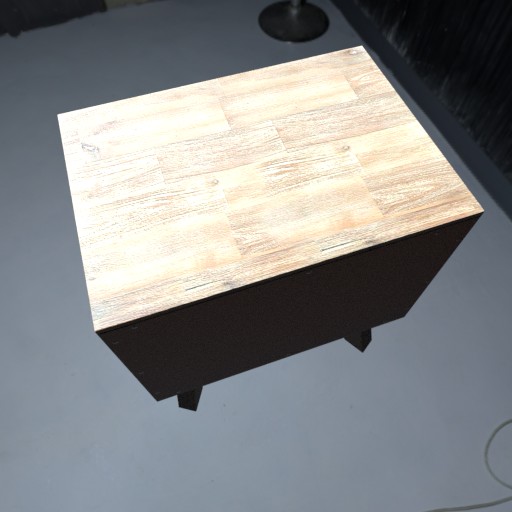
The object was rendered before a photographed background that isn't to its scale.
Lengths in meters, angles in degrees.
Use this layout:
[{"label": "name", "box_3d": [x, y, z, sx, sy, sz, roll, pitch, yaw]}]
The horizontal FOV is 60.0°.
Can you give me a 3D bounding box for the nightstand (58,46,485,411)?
[{"label": "nightstand", "box_3d": [0.000, 0.000, 0.932, 0.552, 0.589, 0.396, -17, 61, -9]}]
